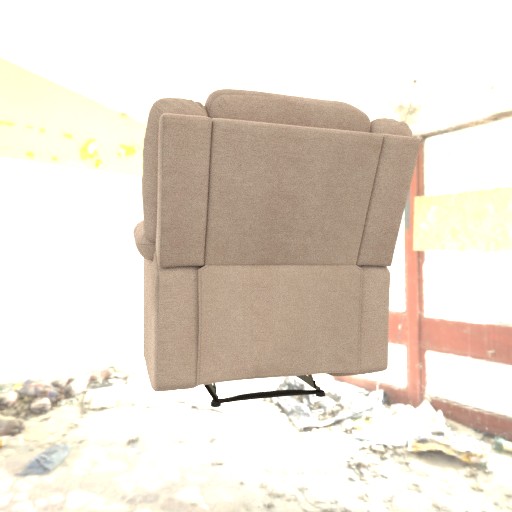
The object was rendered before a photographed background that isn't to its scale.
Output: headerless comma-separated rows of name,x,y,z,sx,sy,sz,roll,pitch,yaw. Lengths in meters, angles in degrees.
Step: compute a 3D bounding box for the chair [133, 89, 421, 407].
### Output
chair,0.000,0.000,1.703,0.899,1.008,0.944,0,-1,-17
